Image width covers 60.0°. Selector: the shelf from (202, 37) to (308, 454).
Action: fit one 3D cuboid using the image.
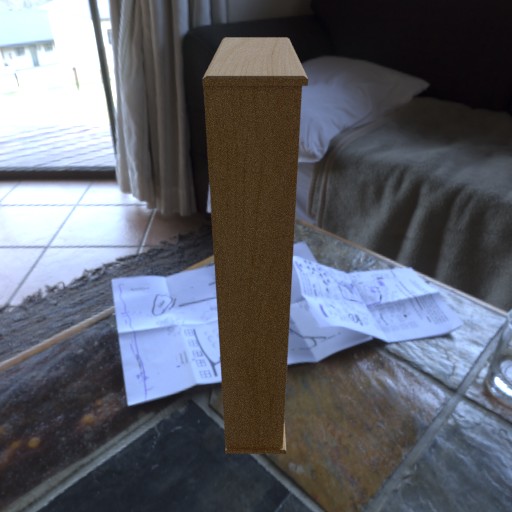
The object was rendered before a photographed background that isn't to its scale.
[{"bbox_3d":[0.000,0.000,1.222,0.175,1.030,0.520,0,33,0],"label":"shelf"}]
